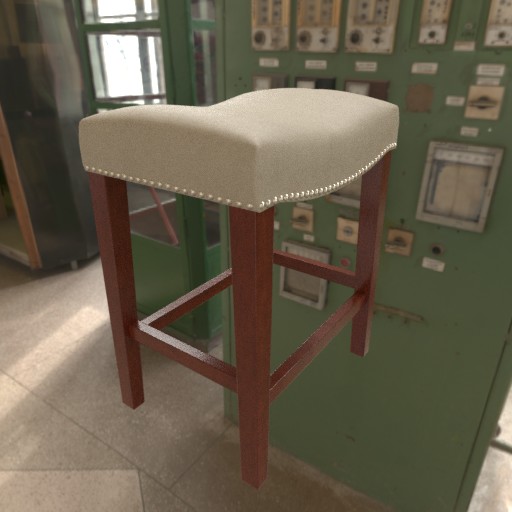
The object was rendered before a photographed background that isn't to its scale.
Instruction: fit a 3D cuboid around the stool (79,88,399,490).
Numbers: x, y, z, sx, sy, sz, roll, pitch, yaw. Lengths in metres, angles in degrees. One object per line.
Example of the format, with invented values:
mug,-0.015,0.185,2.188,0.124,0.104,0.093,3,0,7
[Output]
stool,0.000,0.000,0.930,0.375,0.632,0.509,17,30,32
